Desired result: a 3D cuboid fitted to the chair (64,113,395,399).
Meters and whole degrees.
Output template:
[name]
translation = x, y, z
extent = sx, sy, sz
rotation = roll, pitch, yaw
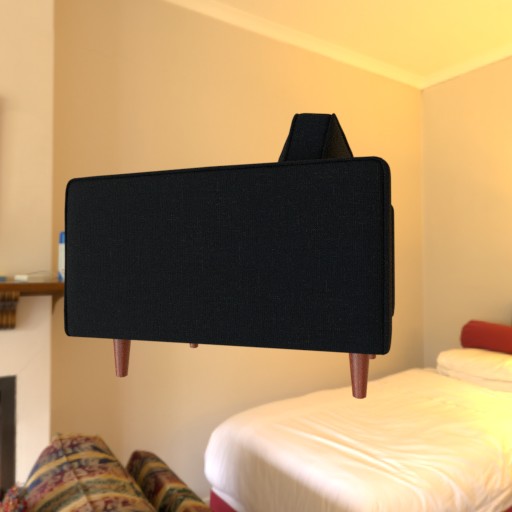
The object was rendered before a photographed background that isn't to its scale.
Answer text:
[chair]
translation = 0.000, 0.000, 1.551
extent = 0.920, 0.770, 0.899
rotation = 0, -1, 18
